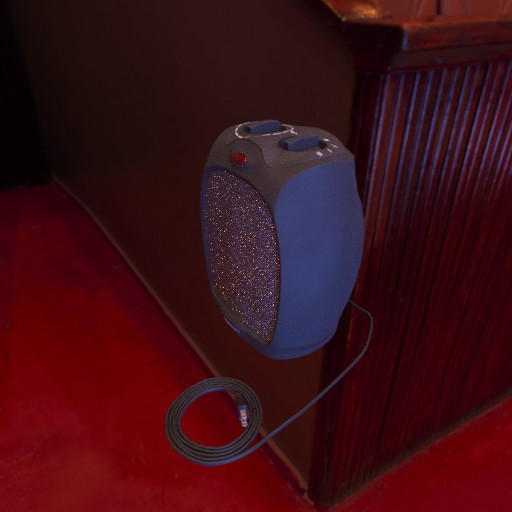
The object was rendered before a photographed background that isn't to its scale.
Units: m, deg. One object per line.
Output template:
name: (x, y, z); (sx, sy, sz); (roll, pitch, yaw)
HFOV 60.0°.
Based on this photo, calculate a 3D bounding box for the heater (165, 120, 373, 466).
heater: (0.000, 0.000, 0.465); (0.291, 0.240, 0.239); (-20, 38, -29)
